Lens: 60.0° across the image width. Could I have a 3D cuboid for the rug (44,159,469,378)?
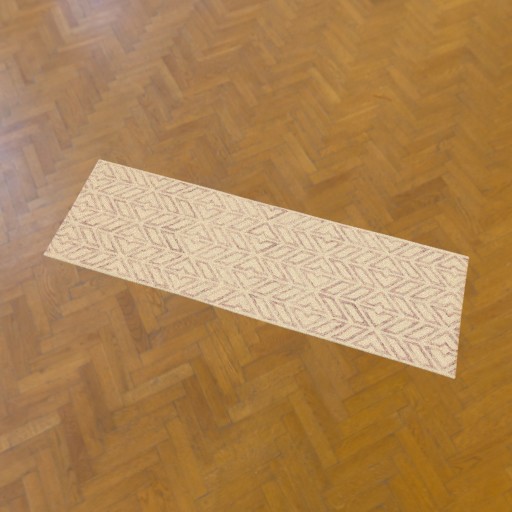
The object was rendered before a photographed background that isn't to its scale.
[{"bbox_3d":[0.000,0.000,2.653,2.435,0.009,0.750,16,65,8],"label":"rug"}]
